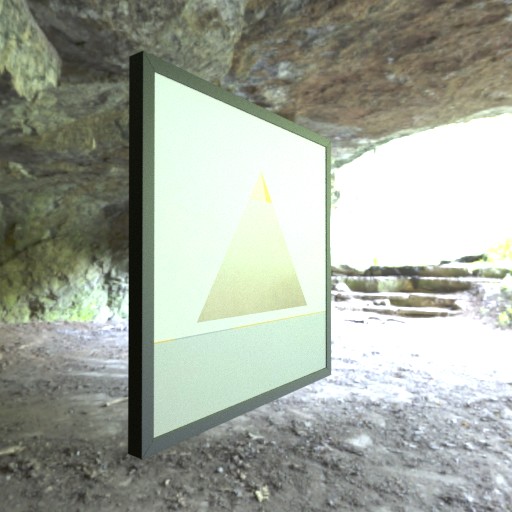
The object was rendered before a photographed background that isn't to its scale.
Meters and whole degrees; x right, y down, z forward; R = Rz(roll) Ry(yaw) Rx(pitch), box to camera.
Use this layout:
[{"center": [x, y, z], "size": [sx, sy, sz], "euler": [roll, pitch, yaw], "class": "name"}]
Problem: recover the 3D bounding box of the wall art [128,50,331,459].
[{"center": [0.000, 0.000, 0.767], "size": [0.028, 0.511, 0.513], "euler": [-1, -1, 37], "class": "wall art"}]
